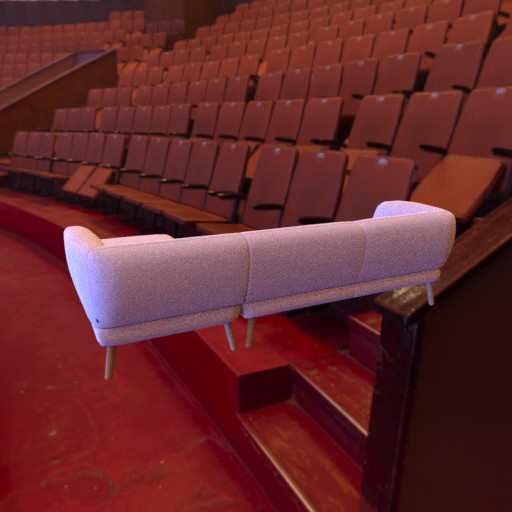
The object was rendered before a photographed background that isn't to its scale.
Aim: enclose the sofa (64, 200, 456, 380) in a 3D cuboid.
[{"bbox_3d":[0.000,0.000,3.367,2.660,0.730,1.610,-8,17,-25],"label":"sofa"}]
